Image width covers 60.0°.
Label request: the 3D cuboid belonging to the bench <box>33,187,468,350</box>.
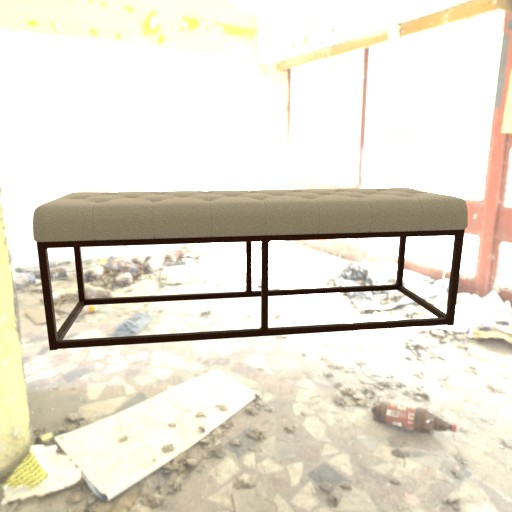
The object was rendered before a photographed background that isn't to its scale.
[{"bbox_3d":[0.000,0.000,1.742,1.488,0.488,0.479,-2,14,-8],"label":"bench"}]
